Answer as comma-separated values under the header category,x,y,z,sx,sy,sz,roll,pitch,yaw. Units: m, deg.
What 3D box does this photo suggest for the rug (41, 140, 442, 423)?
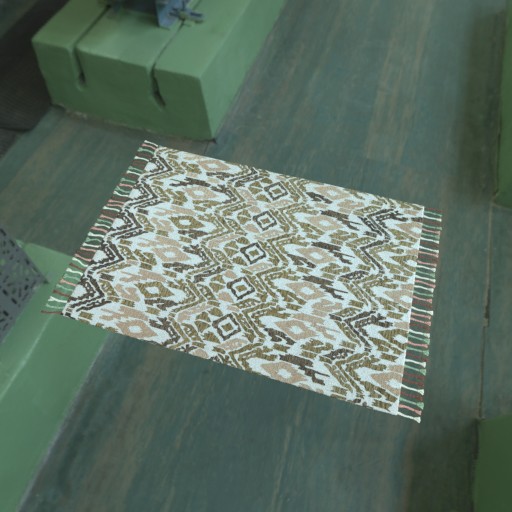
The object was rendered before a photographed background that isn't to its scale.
category,x,y,z,sx,sy,sz,roll,pitch,yaw
rug,0.000,0.000,2.314,1.829,0.008,1.219,14,60,9
